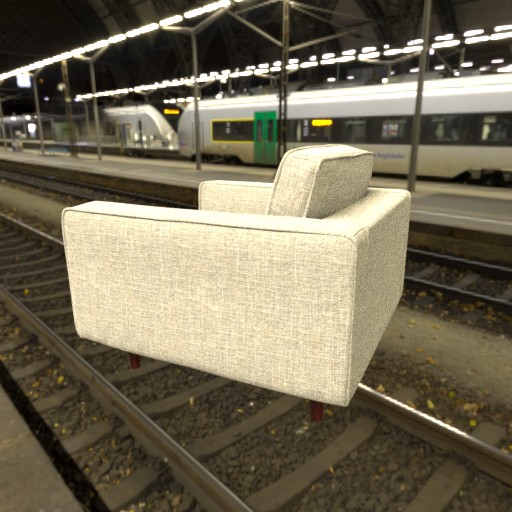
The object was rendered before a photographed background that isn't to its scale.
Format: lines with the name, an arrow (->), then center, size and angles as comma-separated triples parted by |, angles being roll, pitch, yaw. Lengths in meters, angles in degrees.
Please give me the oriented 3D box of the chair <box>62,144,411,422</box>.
chair -> 0.000, 0.000, 1.563 | 0.914, 0.765, 0.889 | 7, 17, 25
